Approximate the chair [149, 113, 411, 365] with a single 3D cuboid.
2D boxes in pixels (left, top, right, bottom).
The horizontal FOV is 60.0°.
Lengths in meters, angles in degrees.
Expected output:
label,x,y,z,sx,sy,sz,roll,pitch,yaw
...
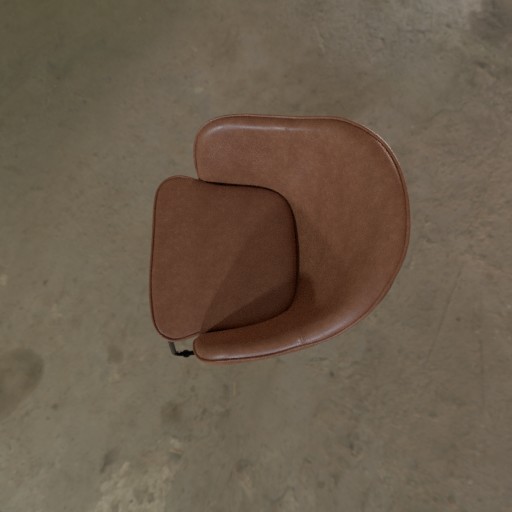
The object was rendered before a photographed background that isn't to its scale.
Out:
label,x,y,z,sx,sy,sz,roll,pitch,yaw
chair,0.000,0.000,1.213,0.580,0.785,0.582,-2,75,0
